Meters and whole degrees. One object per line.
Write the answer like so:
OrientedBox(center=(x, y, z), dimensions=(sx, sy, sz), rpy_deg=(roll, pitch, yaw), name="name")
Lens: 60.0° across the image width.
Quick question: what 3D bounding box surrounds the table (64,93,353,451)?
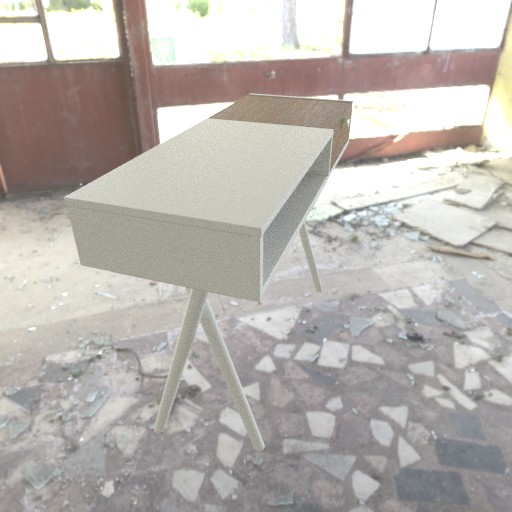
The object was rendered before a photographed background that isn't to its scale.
OrientedBox(center=(0.000, 0.000, 1.429), dimensions=(0.418, 0.785, 1.066), rpy_deg=(10, 32, 16), name="table")
